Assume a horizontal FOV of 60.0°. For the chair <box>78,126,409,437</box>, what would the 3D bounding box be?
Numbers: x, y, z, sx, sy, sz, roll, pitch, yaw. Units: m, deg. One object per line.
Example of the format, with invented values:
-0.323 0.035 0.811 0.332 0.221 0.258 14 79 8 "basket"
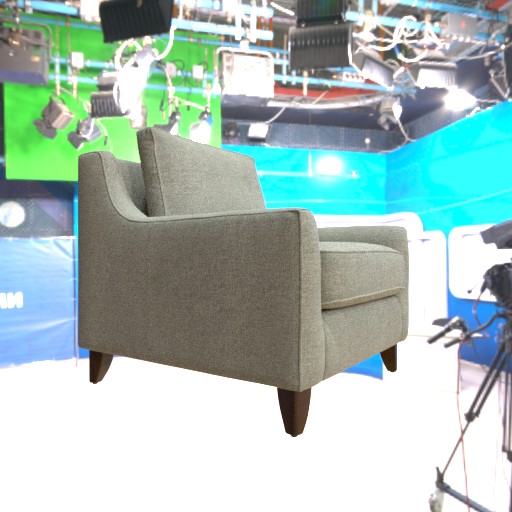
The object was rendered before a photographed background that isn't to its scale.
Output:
0.000 0.000 1.570 0.918 0.864 0.838 0 0 36 "chair"
